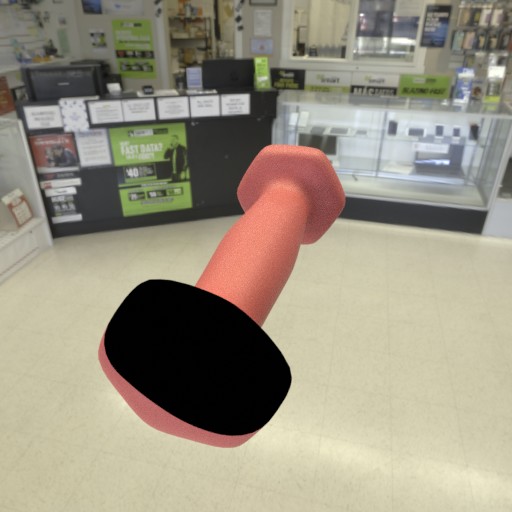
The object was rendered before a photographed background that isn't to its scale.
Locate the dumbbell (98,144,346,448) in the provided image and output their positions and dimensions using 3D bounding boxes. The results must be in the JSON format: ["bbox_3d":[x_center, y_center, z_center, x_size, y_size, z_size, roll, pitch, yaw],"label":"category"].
[{"bbox_3d":[0.000,0.000,0.147,0.047,0.043,0.123,8,31,14],"label":"dumbbell"}]
